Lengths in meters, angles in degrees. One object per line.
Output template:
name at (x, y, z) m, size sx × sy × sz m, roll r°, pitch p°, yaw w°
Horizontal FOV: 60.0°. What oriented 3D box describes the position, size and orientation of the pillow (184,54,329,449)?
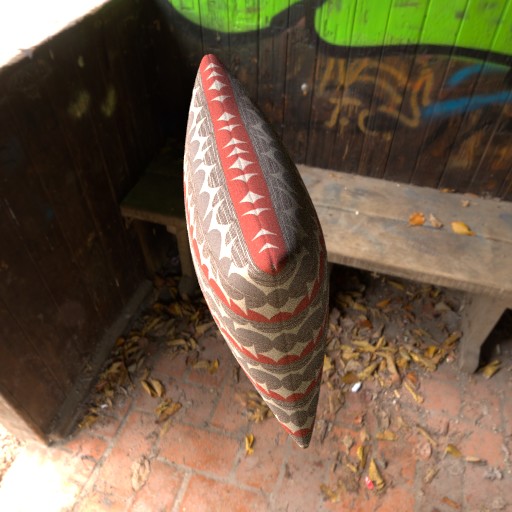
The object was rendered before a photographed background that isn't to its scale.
pillow at (0.000, 0.000, 0.634) m, size 0.180 × 0.410 × 0.420 m, roll -8°, pitch 47°, yaw -8°
